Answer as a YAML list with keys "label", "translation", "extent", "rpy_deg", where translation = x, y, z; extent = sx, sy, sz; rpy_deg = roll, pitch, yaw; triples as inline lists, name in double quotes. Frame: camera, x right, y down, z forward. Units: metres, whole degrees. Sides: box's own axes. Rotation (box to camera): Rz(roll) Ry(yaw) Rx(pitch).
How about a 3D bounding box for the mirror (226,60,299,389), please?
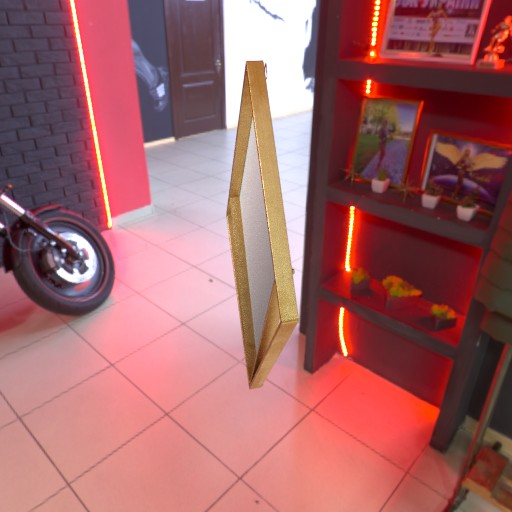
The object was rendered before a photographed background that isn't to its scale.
- label: "mirror"
  translation: [0.000, 0.000, 0.839]
  extent: [0.032, 0.679, 0.419]
  rpy_deg: [-7, 29, -13]
